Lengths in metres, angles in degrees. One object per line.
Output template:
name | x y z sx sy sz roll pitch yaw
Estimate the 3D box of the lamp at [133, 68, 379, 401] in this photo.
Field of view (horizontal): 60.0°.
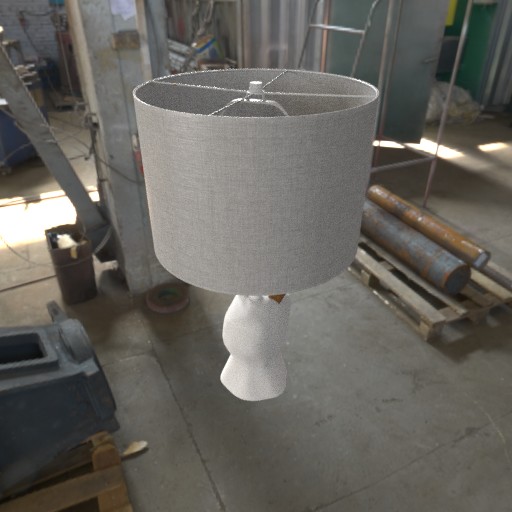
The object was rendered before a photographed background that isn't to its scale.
lamp | 0.000 0.000 0.679 0.298 0.503 0.298 10 33 16
